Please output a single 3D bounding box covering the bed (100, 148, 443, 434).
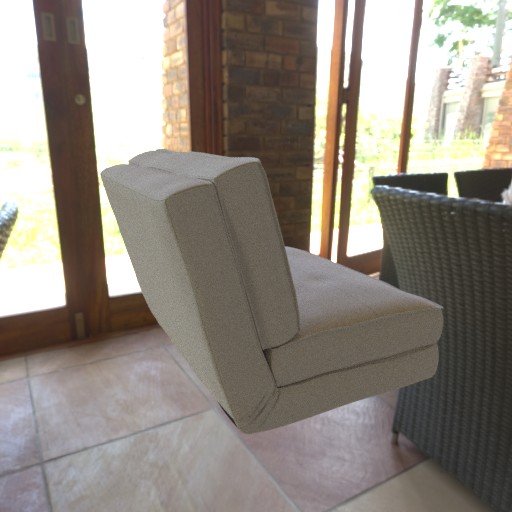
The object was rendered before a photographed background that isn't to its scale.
[{"bbox_3d":[0.000,0.000,1.319,0.749,0.614,0.799,-7,16,-26],"label":"bed"}]
